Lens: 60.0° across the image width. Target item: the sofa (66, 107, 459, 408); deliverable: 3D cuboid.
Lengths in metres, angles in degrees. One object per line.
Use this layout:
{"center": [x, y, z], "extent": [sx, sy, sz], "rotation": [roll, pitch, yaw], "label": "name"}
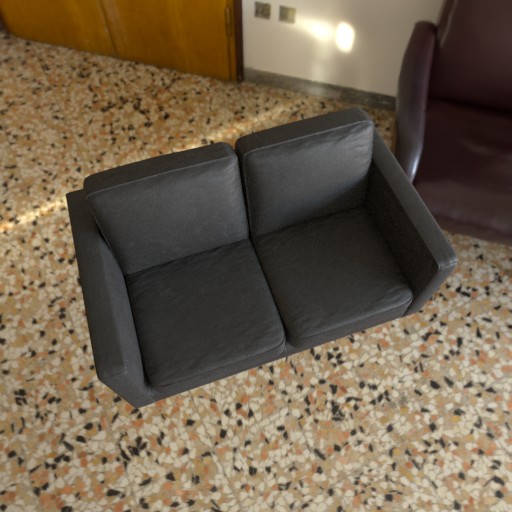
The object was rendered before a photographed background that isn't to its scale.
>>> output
{"center": [0.000, 0.000, 2.013], "extent": [1.430, 0.899, 0.879], "rotation": [-17, 62, -9], "label": "sofa"}
